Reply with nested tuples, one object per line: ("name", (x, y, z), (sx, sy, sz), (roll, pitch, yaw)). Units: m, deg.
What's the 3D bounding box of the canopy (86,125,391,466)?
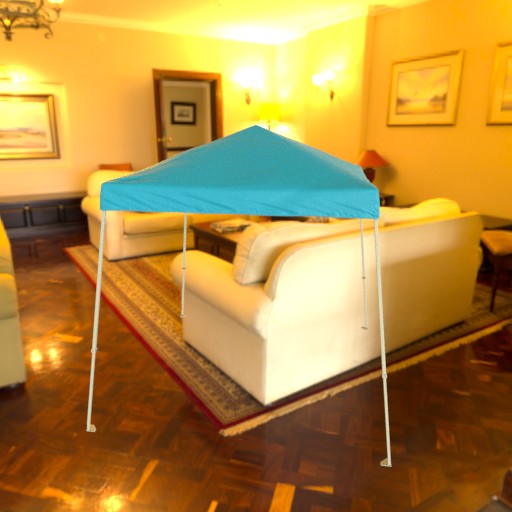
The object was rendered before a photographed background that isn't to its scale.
("canopy", (0.000, 0.000, 5.017), (2.850, 2.850, 2.849), (3, 16, 9))
